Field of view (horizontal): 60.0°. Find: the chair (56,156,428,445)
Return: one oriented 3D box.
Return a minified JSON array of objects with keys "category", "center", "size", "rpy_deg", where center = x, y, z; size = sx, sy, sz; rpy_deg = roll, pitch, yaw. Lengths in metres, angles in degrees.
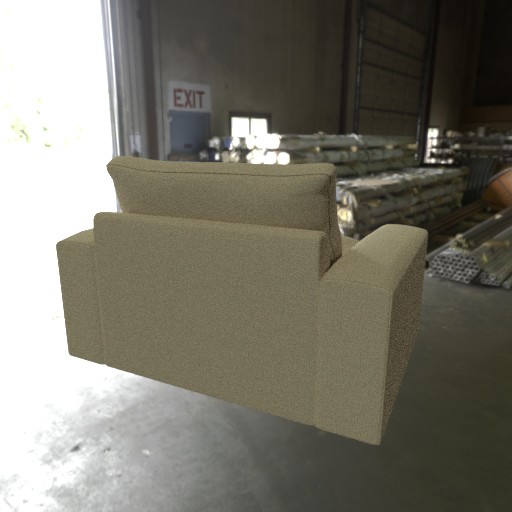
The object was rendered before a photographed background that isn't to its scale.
[{"category":"chair","center":[0.000,0.000,2.051],"size":[1.398,0.915,1.039],"rpy_deg":[7,17,25]}]
